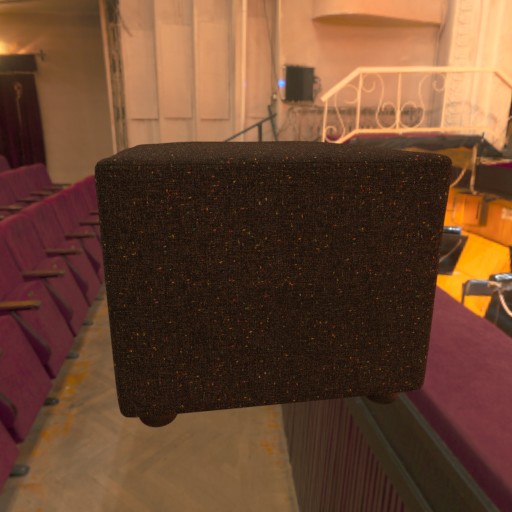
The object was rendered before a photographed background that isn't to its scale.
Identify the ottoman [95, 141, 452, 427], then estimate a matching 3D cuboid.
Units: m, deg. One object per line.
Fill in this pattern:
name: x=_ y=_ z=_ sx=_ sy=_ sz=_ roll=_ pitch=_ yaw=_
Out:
ottoman: x=0.000 y=0.000 z=0.875 sx=0.508 sy=0.432 sz=0.508 roll=-3 pitch=17 yaw=-9
